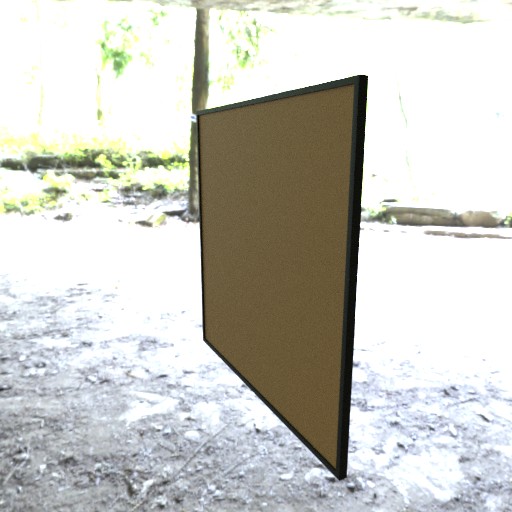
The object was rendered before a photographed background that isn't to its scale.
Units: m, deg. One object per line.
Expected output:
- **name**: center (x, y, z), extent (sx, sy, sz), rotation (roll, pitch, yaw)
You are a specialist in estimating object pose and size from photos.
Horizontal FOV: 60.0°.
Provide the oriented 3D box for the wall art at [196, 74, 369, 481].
- **wall art**: center (0.000, 0.000, 0.680), extent (0.013, 0.457, 0.458), rotation (-7, 15, -27)
